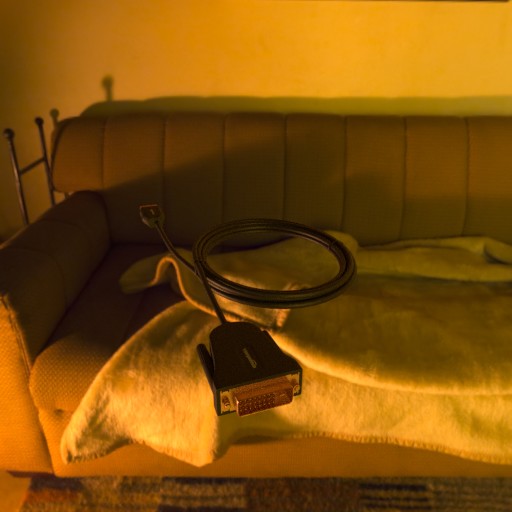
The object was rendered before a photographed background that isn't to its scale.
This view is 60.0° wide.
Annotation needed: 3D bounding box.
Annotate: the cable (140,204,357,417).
[{"bbox_3d":[0.000,0.000,0.322,0.136,0.015,0.281,-9,26,-18],"label":"cable"}]
